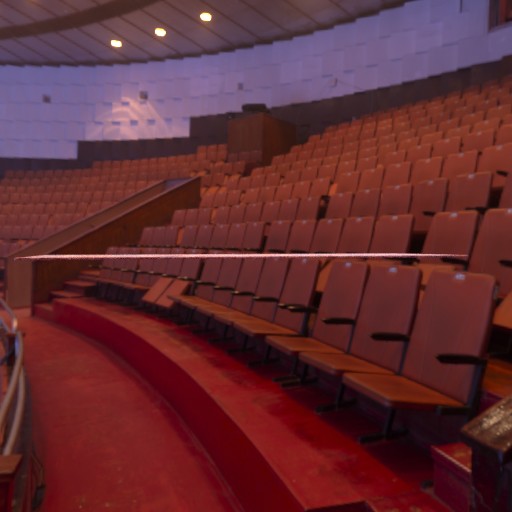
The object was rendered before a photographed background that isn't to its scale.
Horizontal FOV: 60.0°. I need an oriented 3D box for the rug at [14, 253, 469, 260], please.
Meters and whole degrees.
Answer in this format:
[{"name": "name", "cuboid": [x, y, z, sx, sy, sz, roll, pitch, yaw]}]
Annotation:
[{"name": "rug", "cuboid": [0.000, 0.000, 2.645, 2.435, 0.011, 0.750, 0, 1, -17]}]
